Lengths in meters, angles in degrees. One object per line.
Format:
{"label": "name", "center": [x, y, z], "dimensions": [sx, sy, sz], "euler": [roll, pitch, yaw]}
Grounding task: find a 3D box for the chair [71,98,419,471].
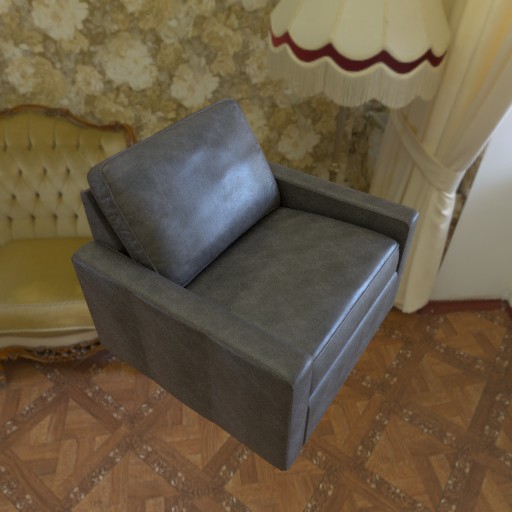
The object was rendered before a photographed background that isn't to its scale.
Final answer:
{"label": "chair", "center": [0.000, 0.000, 1.742], "dimensions": [0.939, 0.916, 1.006], "euler": [24, 46, 26]}
